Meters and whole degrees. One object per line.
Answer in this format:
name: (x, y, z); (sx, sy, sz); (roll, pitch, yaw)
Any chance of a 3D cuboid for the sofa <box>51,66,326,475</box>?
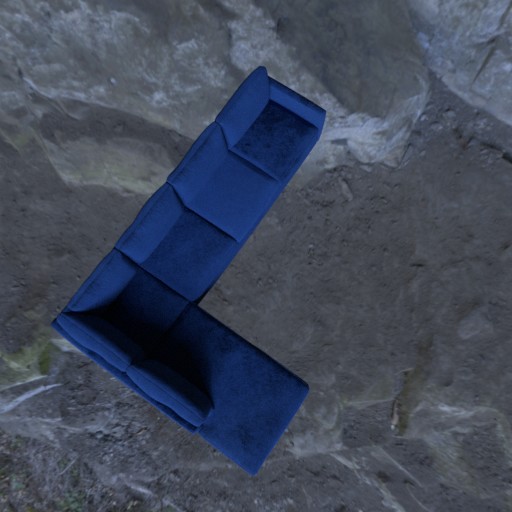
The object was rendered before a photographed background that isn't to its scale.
sofa: (0.000, 0.000, 3.866); (2.007, 0.815, 2.949); (34, 78, 8)
